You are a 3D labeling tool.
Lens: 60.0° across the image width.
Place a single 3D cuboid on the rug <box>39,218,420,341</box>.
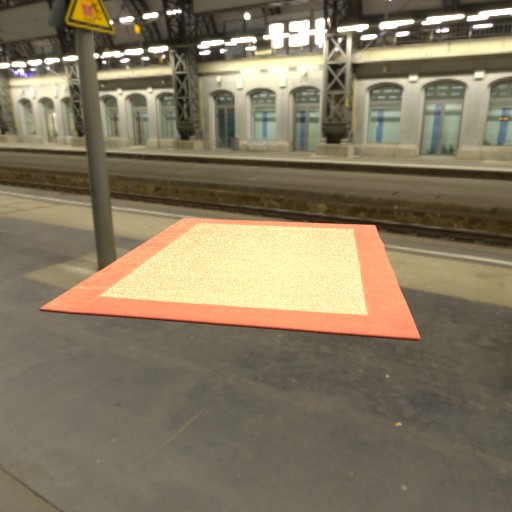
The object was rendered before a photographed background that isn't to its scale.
[{"bbox_3d":[0.000,0.000,4.132,2.430,0.018,2.976,3,17,9],"label":"rug"}]
